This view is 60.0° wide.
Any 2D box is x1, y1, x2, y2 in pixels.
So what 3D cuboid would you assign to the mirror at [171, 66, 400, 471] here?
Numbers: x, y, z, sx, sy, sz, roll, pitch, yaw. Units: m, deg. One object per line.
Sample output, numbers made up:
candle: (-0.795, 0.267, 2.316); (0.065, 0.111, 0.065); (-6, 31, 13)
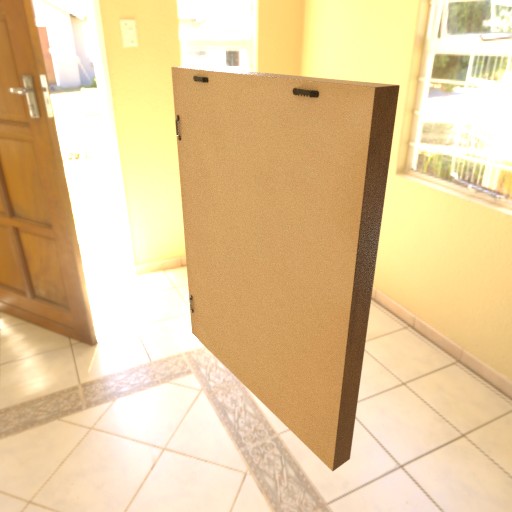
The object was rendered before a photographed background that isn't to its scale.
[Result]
mirror: (0.000, 0.000, 0.668); (0.041, 0.509, 0.406); (-18, 31, -32)
